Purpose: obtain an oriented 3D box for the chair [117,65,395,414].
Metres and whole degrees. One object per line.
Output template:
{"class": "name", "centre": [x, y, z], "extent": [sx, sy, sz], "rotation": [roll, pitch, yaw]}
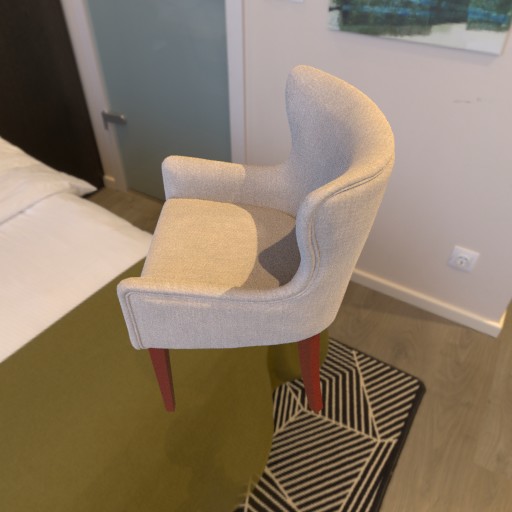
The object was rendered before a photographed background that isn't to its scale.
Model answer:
{"class": "chair", "centre": [0.000, 0.000, 1.399], "extent": [0.677, 0.948, 0.732], "rotation": [1, 41, 1]}
